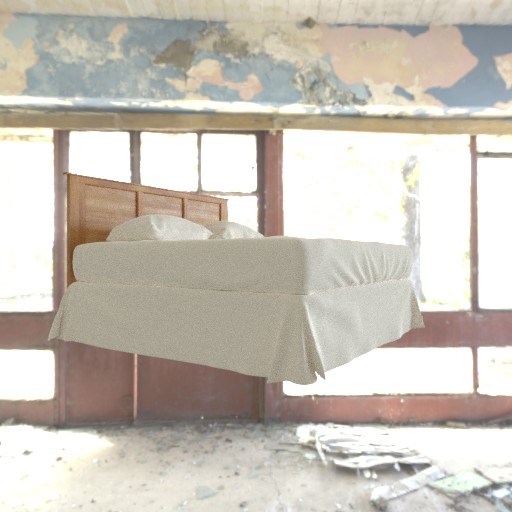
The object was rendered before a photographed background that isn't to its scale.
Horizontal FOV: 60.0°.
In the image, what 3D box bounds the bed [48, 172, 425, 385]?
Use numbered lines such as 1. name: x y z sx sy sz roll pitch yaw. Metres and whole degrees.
1. bed: 0.000 0.000 3.604 2.215 1.270 2.317 0 0 35
